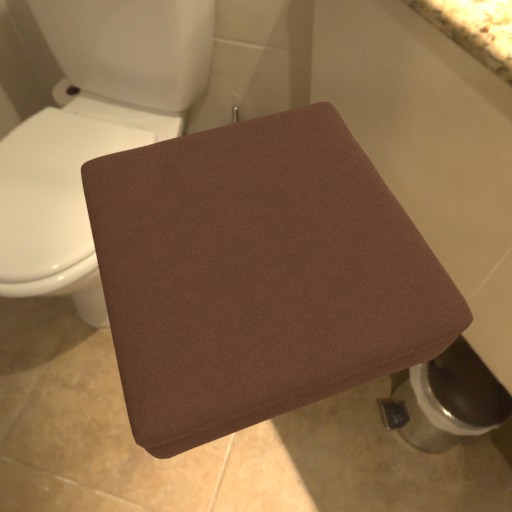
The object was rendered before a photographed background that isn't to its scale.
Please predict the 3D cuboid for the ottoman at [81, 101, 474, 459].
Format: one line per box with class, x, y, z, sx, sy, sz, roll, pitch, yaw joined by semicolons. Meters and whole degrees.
ottoman;0.000;0.000;1.796;1.181;0.470;1.181;-17;59;-10
